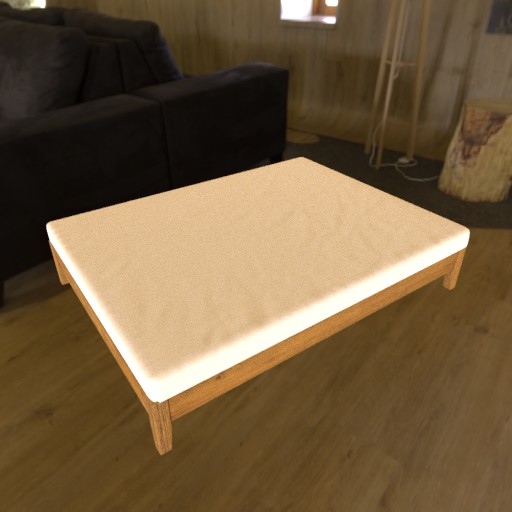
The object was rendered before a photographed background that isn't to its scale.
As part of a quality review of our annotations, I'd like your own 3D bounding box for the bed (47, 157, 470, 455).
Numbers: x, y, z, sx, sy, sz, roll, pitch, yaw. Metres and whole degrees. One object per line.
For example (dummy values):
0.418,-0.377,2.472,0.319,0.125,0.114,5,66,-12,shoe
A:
0.000,0.000,2.713,2.016,0.431,1.536,-21,38,-29,bed
